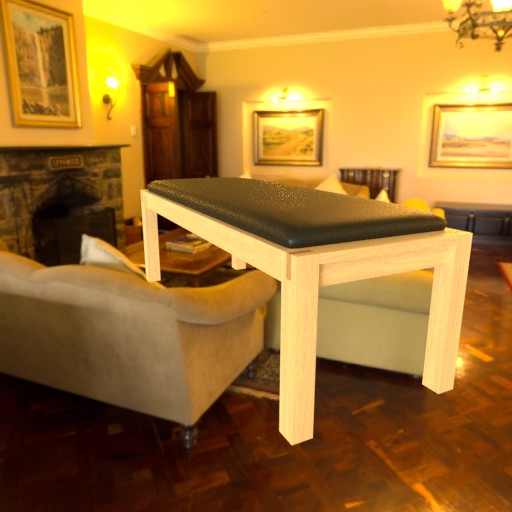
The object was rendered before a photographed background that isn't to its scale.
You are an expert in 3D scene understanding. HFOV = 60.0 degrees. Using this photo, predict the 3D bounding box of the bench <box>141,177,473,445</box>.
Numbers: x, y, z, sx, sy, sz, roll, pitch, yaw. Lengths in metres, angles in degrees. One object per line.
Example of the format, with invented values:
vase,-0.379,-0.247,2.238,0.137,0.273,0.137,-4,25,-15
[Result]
bench,0.000,0.000,1.426,0.450,0.430,1.202,-7,16,-26
